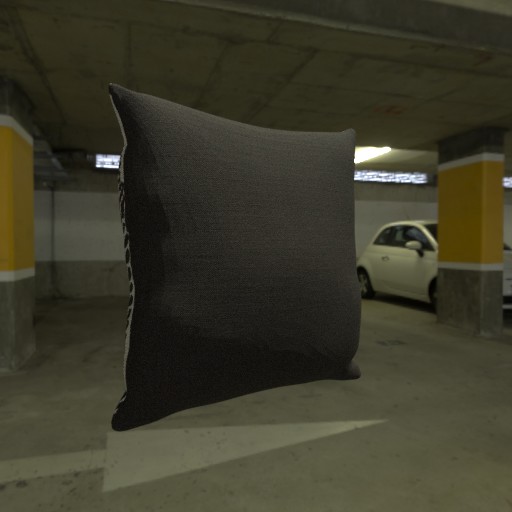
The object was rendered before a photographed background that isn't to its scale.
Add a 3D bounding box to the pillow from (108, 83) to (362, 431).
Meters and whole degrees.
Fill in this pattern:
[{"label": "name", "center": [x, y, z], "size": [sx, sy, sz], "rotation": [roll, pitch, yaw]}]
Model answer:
[{"label": "pillow", "center": [0.000, 0.000, 0.668], "size": [0.440, 0.441, 0.182], "rotation": [-1, 2, -35]}]
